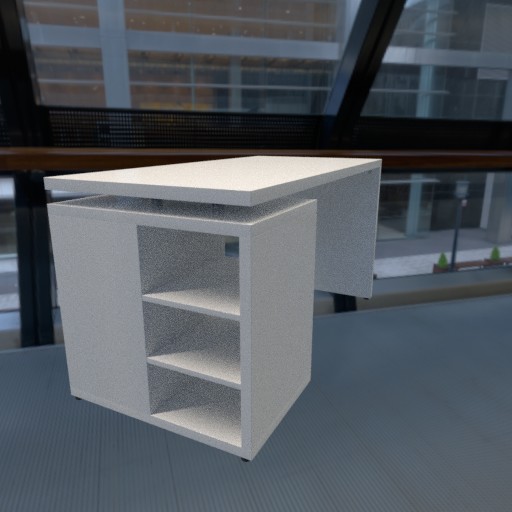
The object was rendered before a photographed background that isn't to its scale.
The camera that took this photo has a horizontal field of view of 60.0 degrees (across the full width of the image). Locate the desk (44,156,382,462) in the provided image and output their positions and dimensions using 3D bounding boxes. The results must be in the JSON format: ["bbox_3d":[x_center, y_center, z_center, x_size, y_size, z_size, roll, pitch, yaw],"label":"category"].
[{"bbox_3d":[0.000,0.000,1.854,0.690,0.740,1.400,8,17,26],"label":"desk"}]
